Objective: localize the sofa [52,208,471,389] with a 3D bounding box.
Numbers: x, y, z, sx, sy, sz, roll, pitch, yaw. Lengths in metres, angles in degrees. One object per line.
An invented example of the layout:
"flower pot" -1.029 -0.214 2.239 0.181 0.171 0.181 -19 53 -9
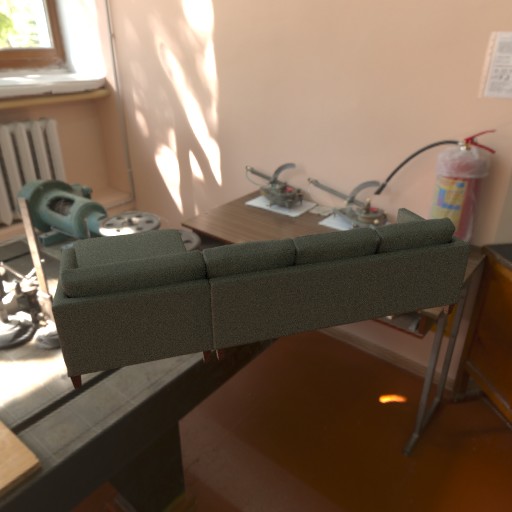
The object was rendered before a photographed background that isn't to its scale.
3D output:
"sofa" 0.000 0.000 3.970 3.186 0.861 1.625 -8 28 -15
